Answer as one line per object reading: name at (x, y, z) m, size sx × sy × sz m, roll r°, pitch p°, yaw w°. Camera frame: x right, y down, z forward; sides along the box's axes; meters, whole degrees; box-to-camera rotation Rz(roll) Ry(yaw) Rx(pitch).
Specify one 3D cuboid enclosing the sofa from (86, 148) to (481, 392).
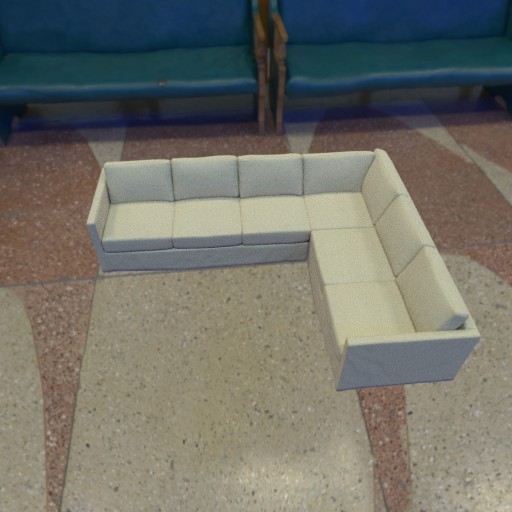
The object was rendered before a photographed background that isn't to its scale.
sofa at (0.000, 0.000, 4.214) m, size 3.182 × 0.871 × 2.432 m, roll -3°, pitch 46°, yaw -3°
